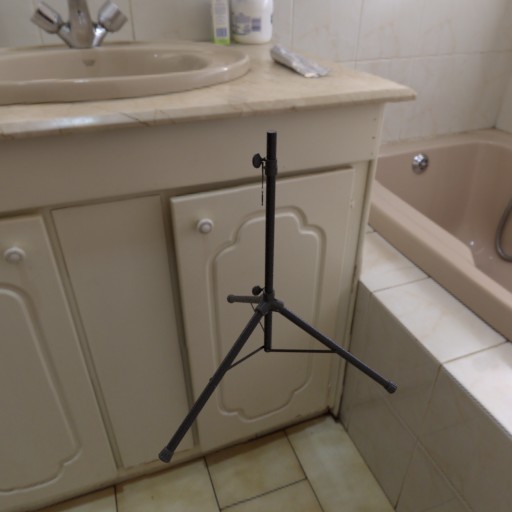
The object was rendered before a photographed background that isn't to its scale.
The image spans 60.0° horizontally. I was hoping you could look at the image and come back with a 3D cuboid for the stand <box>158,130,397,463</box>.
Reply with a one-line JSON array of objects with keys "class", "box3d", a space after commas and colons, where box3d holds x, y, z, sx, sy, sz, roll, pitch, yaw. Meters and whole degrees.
[{"class": "stand", "box3d": [0.000, 0.000, 1.857, 1.045, 1.136, 0.907, -10, 34, -15]}]
